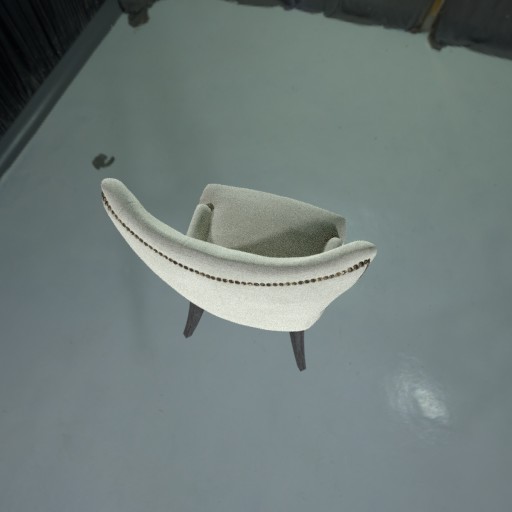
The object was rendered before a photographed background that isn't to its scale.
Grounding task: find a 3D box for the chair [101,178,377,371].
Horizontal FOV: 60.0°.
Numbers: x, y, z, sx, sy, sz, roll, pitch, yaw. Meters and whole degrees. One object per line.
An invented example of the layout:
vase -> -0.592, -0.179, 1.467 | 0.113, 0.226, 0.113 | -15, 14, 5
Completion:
chair -> 0.000, 0.000, 1.413 | 0.584, 1.065, 0.590 | 15, 65, 7
